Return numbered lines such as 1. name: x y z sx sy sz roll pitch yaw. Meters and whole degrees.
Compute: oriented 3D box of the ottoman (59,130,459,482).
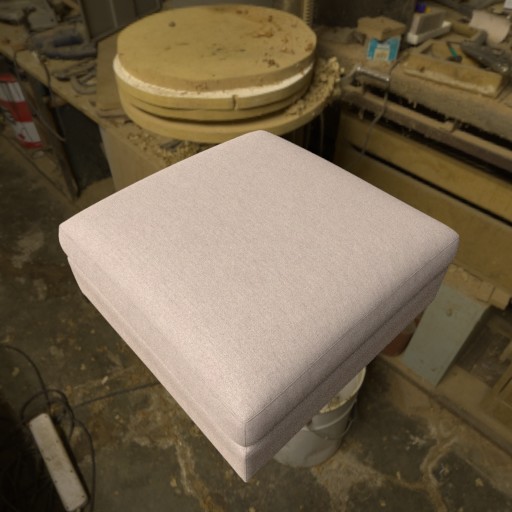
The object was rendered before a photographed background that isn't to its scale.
1. ottoman: 0.000 0.000 1.642 1.041 0.470 1.041 -33 54 -28
